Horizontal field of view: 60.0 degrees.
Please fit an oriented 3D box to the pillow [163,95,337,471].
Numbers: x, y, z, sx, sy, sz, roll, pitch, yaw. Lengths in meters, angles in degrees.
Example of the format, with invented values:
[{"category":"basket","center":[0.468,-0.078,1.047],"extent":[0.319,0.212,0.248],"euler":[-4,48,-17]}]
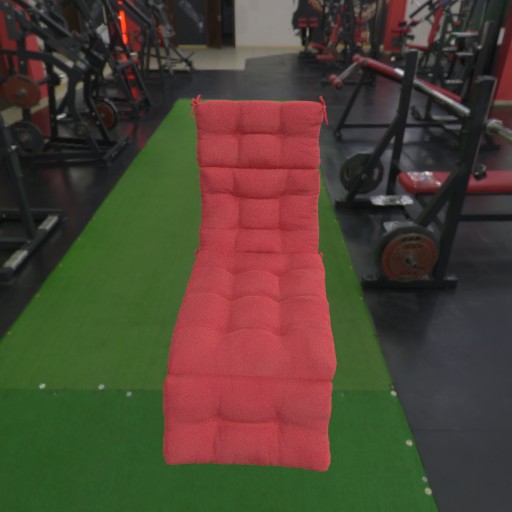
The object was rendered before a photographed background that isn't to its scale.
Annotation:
[{"category":"pillow","center":[0.000,0.000,1.486],"extent":[0.526,0.863,1.016],"euler":[1,31,2]}]
